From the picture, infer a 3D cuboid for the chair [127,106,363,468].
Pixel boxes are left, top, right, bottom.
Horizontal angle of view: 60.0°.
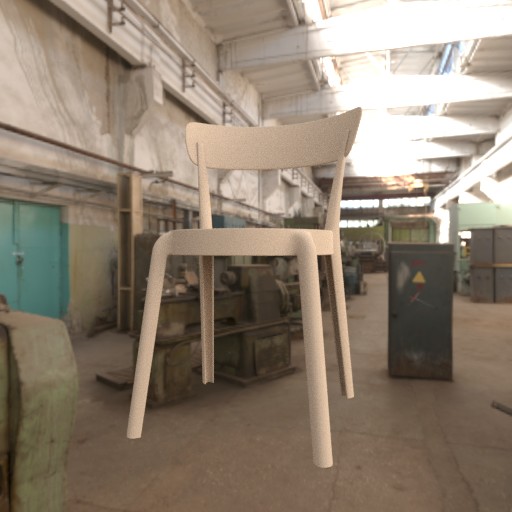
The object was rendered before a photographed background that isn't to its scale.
[{"bbox_3d":[0.000,0.000,1.122,0.506,0.790,0.491,0,1,18],"label":"chair"}]
